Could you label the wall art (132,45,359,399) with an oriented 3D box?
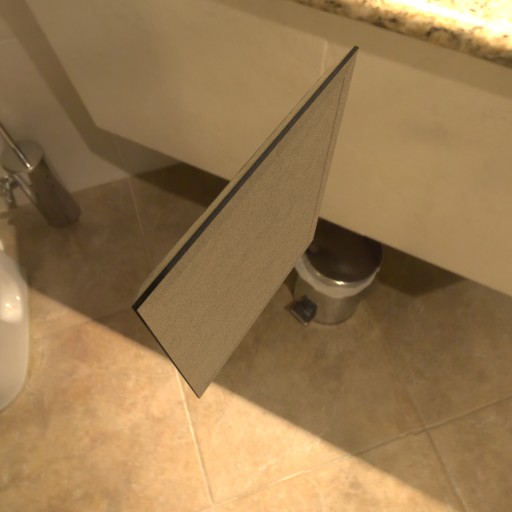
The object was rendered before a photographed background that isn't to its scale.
[{"bbox_3d":[0.000,0.000,0.639,0.023,0.457,0.381,31,68,15],"label":"wall art"}]
